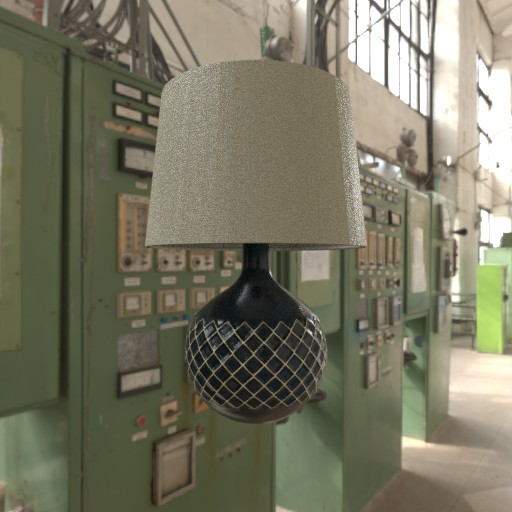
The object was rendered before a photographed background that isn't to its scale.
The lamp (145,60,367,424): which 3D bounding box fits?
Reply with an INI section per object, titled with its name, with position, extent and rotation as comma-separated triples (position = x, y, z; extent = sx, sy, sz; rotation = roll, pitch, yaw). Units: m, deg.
[lamp]
position = 0.000, 0.000, 0.773
extent = 0.376, 0.540, 0.376
rotation = 0, -1, 0
